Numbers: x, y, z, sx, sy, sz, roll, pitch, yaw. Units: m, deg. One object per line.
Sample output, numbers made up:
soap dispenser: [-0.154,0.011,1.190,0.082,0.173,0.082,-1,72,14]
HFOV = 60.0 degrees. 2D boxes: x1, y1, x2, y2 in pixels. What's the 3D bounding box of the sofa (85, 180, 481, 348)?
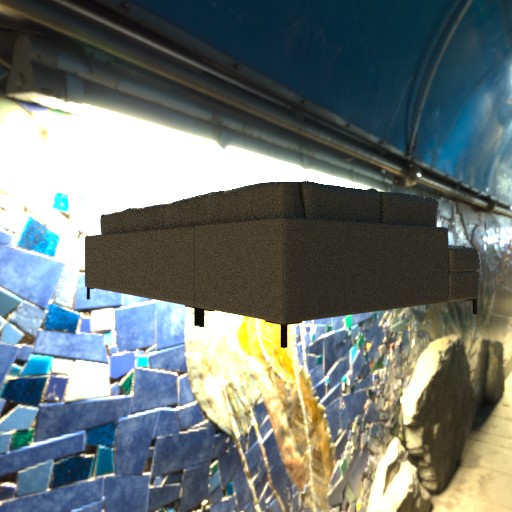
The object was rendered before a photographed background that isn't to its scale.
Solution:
sofa: [0.000,0.000,3.133,1.617,0.703,2.423,0,1,-39]
